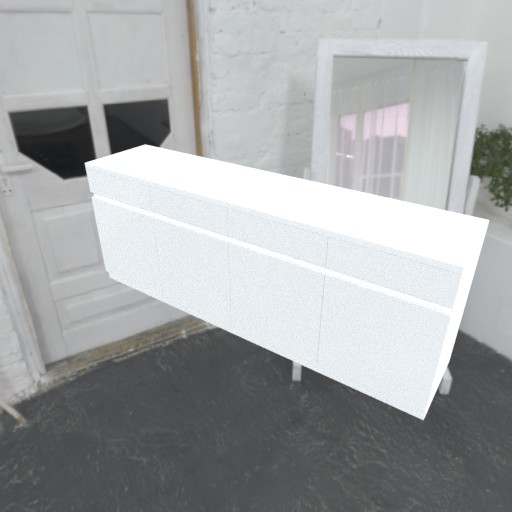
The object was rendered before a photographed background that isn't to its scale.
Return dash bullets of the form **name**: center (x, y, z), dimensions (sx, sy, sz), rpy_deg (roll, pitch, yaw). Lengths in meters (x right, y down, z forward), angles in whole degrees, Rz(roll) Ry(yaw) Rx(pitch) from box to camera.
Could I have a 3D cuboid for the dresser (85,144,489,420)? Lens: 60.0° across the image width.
- **dresser**: center (0.000, 0.000, 2.559), dimensions (2.200, 0.840, 0.500), rpy_deg (19, 34, 29)
